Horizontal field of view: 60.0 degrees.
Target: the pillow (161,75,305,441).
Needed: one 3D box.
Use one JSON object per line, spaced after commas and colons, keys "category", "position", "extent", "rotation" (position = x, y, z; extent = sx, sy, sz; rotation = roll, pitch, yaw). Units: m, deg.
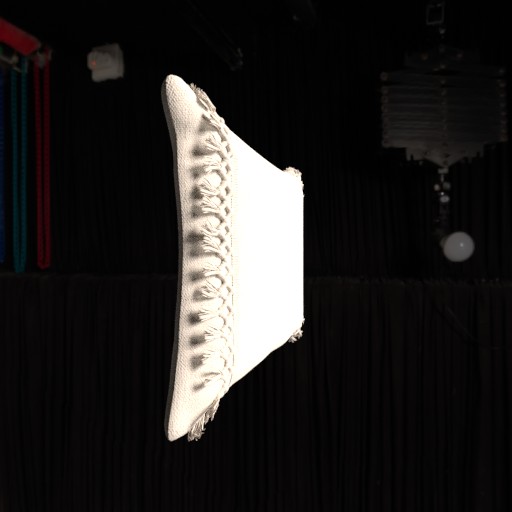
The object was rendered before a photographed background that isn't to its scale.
{"category": "pillow", "position": [0.000, 0.000, 0.577], "extent": [0.084, 0.305, 0.466], "rotation": [0, 1, 18]}
